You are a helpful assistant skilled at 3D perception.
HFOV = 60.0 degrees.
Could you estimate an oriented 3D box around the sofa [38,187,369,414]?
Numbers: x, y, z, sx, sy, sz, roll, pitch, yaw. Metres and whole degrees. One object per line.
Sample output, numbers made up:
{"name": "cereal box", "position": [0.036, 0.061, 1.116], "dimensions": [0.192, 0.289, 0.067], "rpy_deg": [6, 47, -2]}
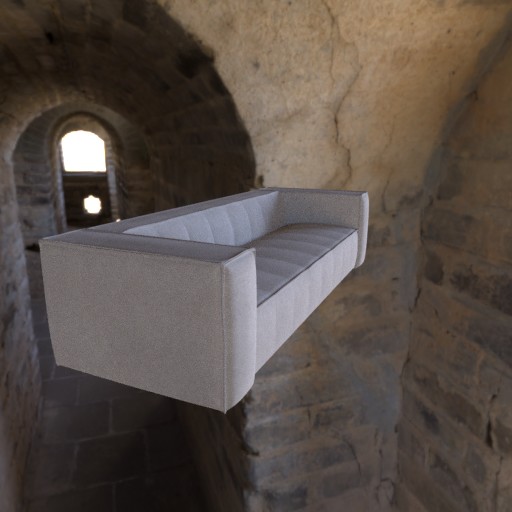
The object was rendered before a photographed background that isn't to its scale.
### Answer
{"name": "sofa", "position": [0.000, 0.000, 3.056], "dimensions": [1.038, 0.680, 2.697], "rpy_deg": [7, 16, 24]}
